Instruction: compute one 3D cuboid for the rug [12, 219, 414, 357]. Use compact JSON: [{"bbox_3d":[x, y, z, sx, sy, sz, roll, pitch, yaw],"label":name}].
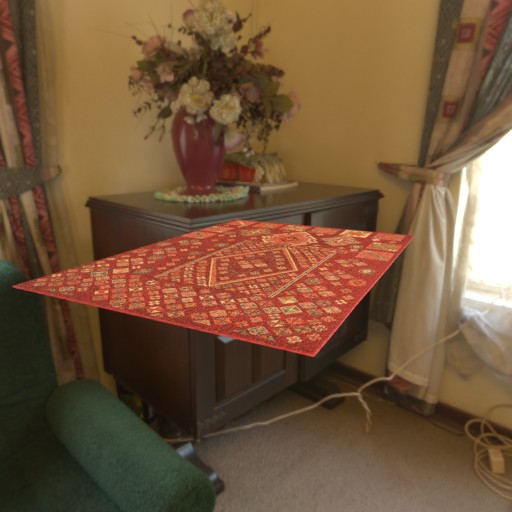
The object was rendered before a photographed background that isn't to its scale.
[{"bbox_3d":[0.000,0.000,4.194,2.389,0.011,3.306,7,16,27],"label":"rug"}]
